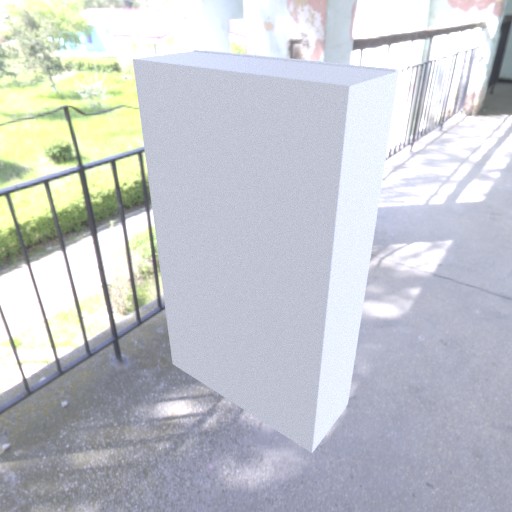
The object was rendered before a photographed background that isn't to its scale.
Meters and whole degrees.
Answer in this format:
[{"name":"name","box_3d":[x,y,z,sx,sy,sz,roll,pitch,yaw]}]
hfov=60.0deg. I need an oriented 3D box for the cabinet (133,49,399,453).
[{"name":"cabinet","box_3d":[0.000,0.000,2.680,1.250,2.160,0.480,22,37,32]}]
